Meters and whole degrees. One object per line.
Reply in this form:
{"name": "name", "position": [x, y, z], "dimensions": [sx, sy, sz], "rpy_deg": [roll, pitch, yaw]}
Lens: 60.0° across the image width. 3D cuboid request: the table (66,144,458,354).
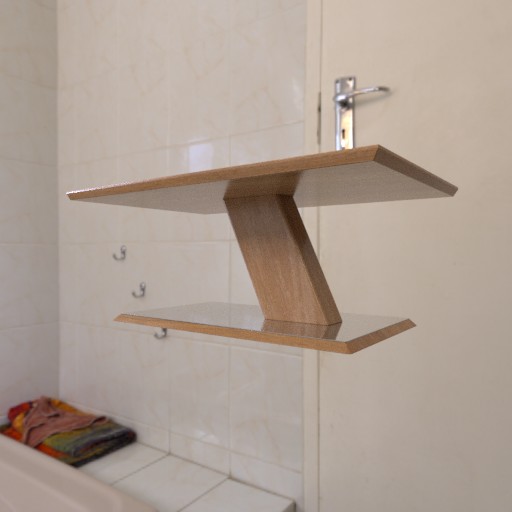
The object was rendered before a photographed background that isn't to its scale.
{"name": "table", "position": [0.000, 0.000, 1.468], "dimensions": [1.100, 0.441, 0.692], "rpy_deg": [0, 0, 36]}
